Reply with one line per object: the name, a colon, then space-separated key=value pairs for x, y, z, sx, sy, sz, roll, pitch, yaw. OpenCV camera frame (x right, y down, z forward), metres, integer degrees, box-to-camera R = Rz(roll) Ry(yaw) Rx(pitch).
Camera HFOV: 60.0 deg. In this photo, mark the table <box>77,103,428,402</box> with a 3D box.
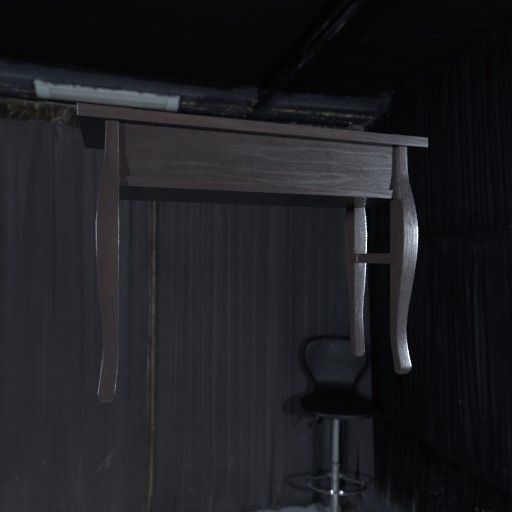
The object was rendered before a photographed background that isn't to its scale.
table: x=0.000 y=0.000 z=1.446 sx=1.062 sy=0.768 sz=0.373 roll=0 pitch=0 yaw=-18
